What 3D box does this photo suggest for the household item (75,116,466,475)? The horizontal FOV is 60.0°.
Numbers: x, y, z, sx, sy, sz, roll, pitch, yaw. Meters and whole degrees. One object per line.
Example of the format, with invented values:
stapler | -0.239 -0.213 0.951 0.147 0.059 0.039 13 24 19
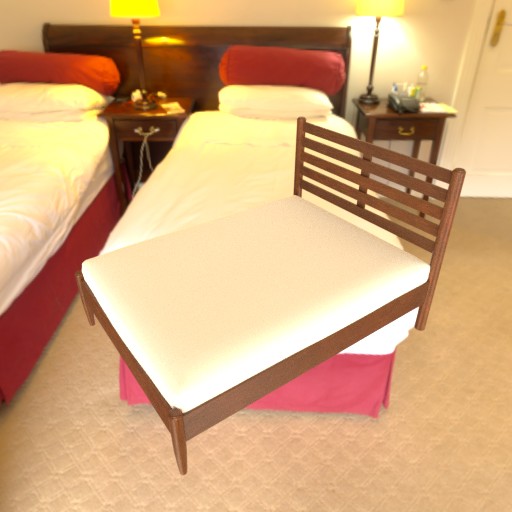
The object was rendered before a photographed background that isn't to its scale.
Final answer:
household item | 0.000 0.000 3.268 2.232 1.356 1.663 -21 38 -30
